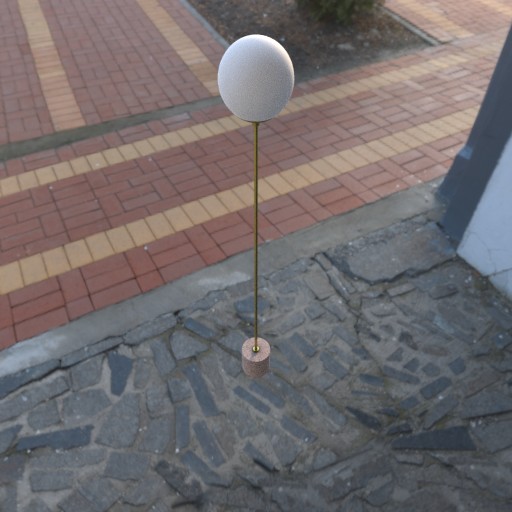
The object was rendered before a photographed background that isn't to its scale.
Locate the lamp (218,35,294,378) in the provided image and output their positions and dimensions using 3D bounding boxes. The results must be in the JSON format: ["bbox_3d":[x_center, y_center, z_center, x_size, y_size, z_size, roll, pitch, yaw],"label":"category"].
[{"bbox_3d":[0.000,0.000,1.866,0.229,1.748,0.229,-9,46,-9],"label":"lamp"}]
